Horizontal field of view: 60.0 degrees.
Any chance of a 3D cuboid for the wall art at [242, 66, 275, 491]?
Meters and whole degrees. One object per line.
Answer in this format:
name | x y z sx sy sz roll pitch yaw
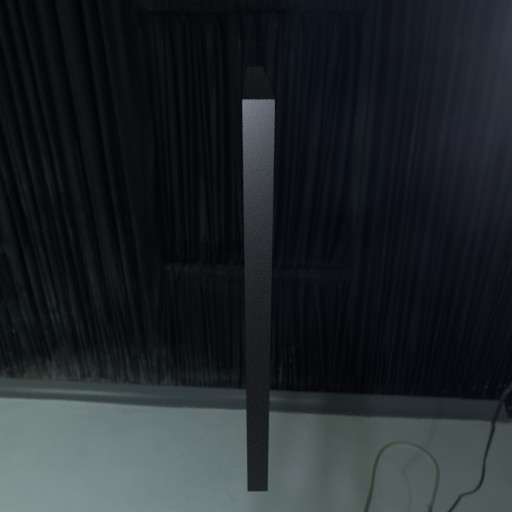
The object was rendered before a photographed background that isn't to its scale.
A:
wall art | 0.000 0.000 0.745 0.031 0.558 0.461 0 27 -1
